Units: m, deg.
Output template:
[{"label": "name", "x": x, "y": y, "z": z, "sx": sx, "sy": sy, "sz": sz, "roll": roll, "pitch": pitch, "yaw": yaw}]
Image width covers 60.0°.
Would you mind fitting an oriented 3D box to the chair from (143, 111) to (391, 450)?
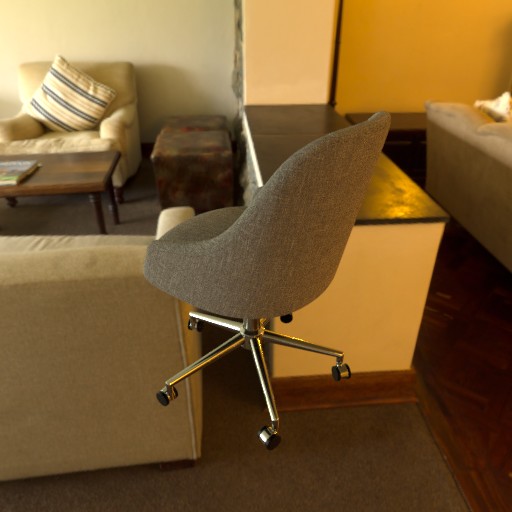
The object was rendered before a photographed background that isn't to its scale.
[{"label": "chair", "x": 0.000, "y": 0.000, "z": 1.415, "sx": 0.712, "sy": 0.950, "sz": 0.671, "roll": 20, "pitch": 36, "yaw": 31}]
